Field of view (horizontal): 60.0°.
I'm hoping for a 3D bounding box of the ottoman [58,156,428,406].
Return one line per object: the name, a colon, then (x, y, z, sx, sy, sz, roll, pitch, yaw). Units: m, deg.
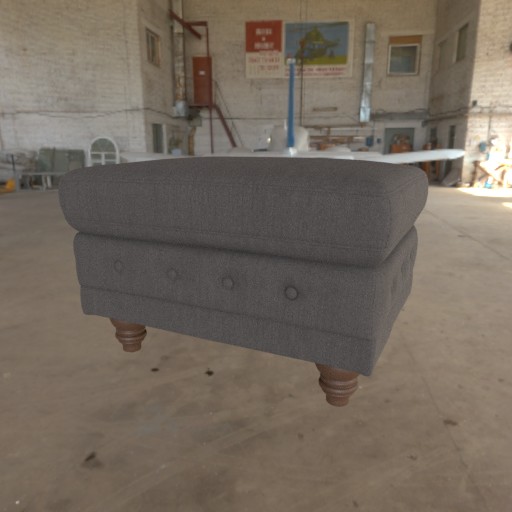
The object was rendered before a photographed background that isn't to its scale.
ottoman: (0.000, 0.000, 1.154, 0.771, 0.500, 0.569, 7, 16, 25)
